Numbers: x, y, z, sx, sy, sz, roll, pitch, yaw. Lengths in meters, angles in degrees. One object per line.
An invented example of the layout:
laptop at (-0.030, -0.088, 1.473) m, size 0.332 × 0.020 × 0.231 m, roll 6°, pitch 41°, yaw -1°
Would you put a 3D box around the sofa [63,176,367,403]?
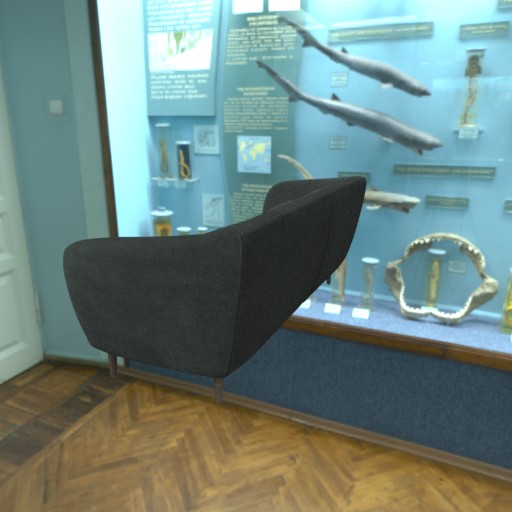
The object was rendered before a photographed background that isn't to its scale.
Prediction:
sofa at (0.000, 0.000, 2.772) m, size 0.956 × 0.875 × 2.296 m, roll 8°, pitch 18°, yaw 24°
